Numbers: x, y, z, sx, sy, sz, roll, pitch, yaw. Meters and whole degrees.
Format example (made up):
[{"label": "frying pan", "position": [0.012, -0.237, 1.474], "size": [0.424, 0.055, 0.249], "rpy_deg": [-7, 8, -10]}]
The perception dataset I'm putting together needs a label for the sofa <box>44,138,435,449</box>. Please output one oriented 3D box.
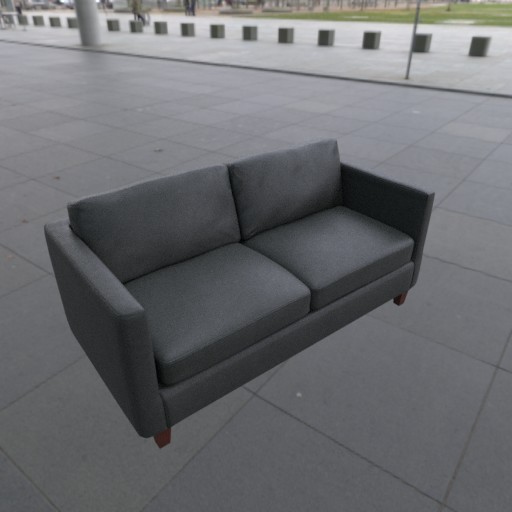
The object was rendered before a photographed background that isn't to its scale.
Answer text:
[{"label": "sofa", "position": [0.000, 0.000, 2.430], "size": [1.883, 0.933, 0.951], "rpy_deg": [-21, 37, -32]}]
